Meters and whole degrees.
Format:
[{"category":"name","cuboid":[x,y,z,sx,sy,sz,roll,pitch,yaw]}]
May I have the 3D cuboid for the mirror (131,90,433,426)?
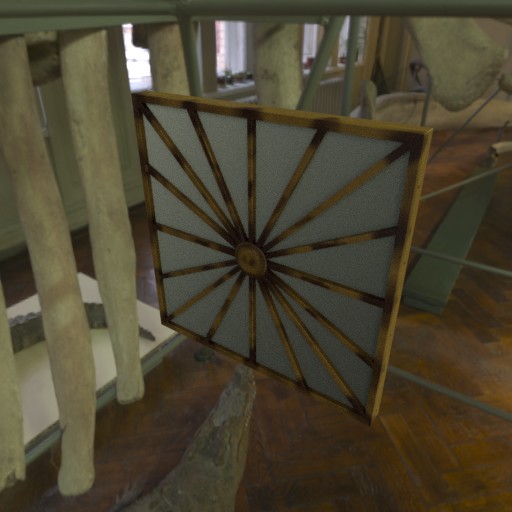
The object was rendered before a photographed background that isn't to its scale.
[{"category":"mirror","cuboid":[0.000,0.000,0.787,0.509,0.507,0.042,19,34,30]}]
